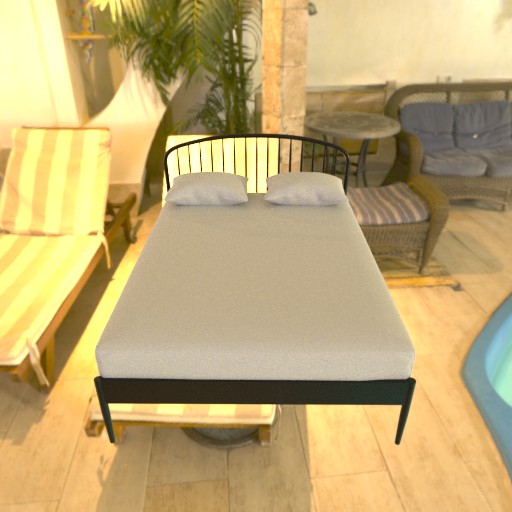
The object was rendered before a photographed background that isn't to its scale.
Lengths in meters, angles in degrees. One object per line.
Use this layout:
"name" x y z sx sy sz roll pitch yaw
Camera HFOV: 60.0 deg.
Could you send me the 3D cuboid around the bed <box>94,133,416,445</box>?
"bed" 0.000 0.000 3.083 1.618 1.166 2.159 0 29 0
